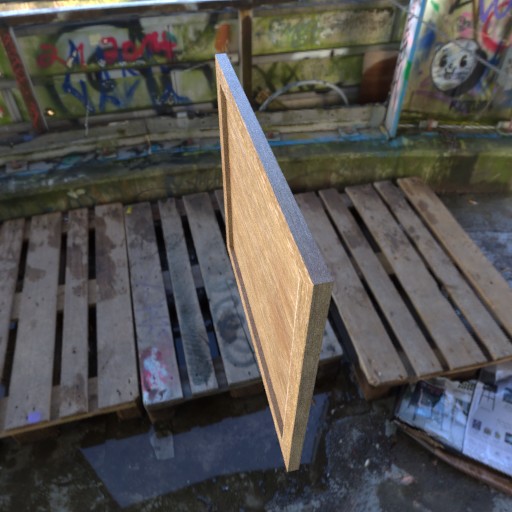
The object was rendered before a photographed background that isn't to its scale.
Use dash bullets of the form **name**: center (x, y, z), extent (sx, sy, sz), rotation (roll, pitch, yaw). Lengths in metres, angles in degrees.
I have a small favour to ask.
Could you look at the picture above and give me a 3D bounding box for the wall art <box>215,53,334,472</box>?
- **wall art**: center (0.000, 0.000, 0.949), extent (0.026, 0.588, 0.690), rotation (-9, 46, -9)
